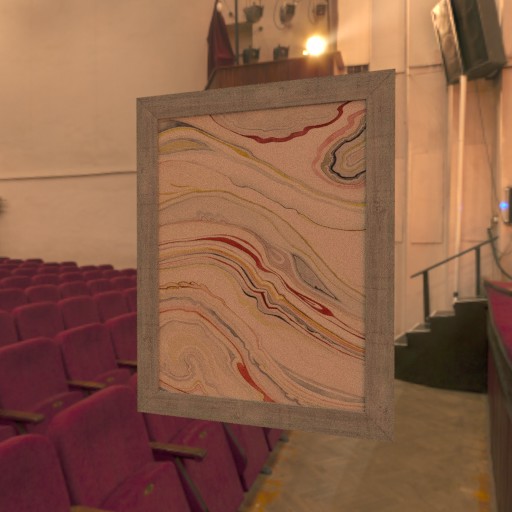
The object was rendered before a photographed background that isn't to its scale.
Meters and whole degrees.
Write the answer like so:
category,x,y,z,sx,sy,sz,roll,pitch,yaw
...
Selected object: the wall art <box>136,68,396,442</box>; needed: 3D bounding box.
category,x,y,z,sx,sy,sz,roll,pitch,yaw
wall art,0.000,0.000,0.806,0.481,0.613,0.020,0,1,17
